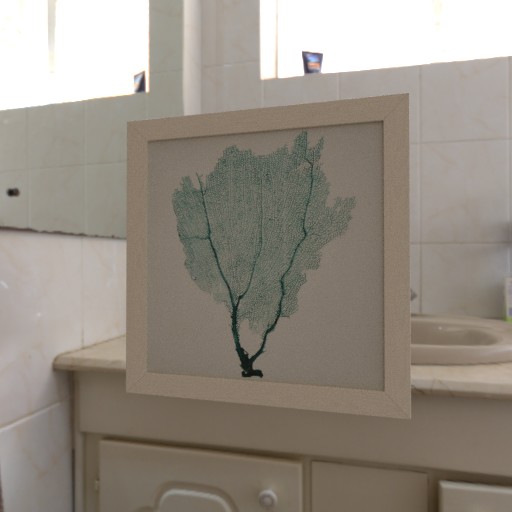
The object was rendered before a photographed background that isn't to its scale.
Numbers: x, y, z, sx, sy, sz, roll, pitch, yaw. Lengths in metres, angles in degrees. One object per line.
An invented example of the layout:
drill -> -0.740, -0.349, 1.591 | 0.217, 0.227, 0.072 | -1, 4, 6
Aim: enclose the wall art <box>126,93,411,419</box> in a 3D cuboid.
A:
wall art -> 0.000, 0.000, 0.870 | 0.572, 0.577, 0.015 | 0, -1, 16
